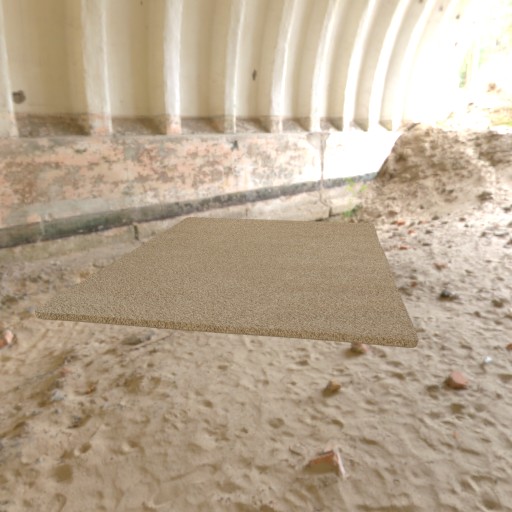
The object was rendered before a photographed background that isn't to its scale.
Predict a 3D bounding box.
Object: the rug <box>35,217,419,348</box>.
[{"bbox_3d":[0.000,0.000,2.087,1.199,0.025,1.600,3,16,9],"label":"rug"}]
